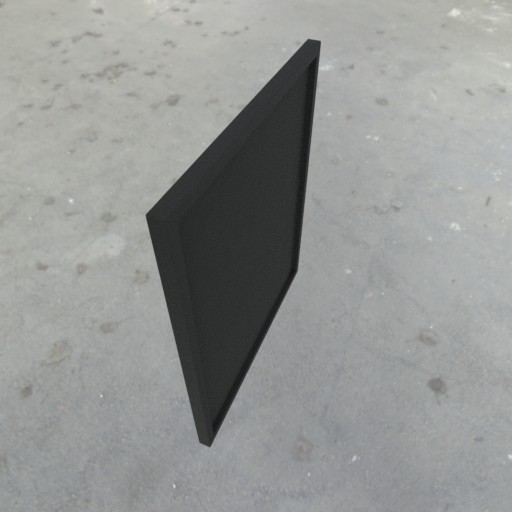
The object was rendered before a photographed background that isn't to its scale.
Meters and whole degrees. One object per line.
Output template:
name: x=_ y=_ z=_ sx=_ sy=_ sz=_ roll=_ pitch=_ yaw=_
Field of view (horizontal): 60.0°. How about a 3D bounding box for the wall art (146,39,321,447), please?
wall art: x=0.000 y=0.000 z=0.699 sx=0.021 sy=0.508 sz=0.432 roll=17 pitch=49 yaw=16
